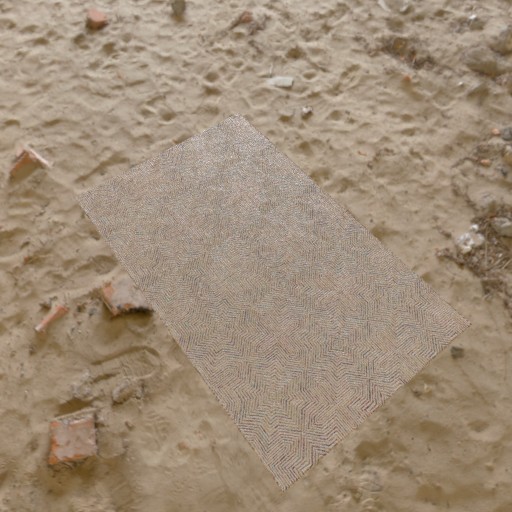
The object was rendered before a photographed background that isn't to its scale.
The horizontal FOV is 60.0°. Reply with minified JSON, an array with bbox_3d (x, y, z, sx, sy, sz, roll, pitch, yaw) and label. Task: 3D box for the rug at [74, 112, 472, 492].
[{"bbox_3d":[0.000,0.000,3.014,1.519,0.007,2.428,-33,64,-19],"label":"rug"}]
